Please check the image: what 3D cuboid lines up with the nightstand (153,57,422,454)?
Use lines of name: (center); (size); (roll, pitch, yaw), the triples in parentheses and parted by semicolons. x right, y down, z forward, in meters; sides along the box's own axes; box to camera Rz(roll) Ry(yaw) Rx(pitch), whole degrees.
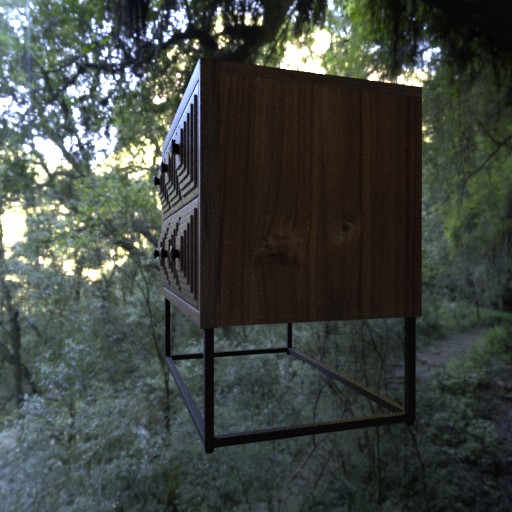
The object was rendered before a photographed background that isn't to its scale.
nightstand: (0.000, 0.000, 1.023); (0.437, 0.610, 0.610); (0, 0, -17)
